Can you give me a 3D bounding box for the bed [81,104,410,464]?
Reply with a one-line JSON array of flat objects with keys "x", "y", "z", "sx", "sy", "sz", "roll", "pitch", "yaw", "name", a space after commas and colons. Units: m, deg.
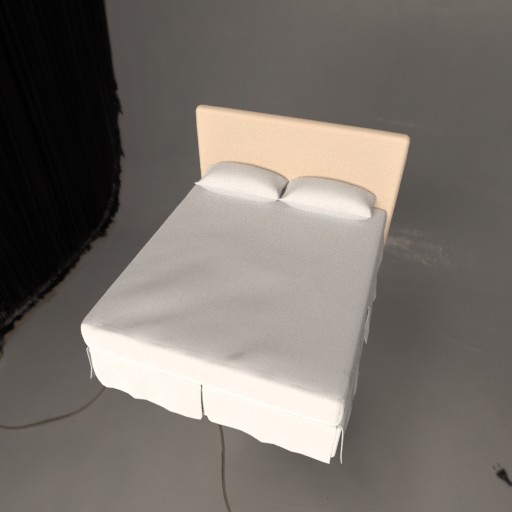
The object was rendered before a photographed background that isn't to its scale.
[{"x": 0.000, "y": 0.000, "z": 3.360, "sx": 1.884, "sy": 1.330, "sz": 2.142, "roll": 13, "pitch": 43, "yaw": 14, "name": "bed"}]
